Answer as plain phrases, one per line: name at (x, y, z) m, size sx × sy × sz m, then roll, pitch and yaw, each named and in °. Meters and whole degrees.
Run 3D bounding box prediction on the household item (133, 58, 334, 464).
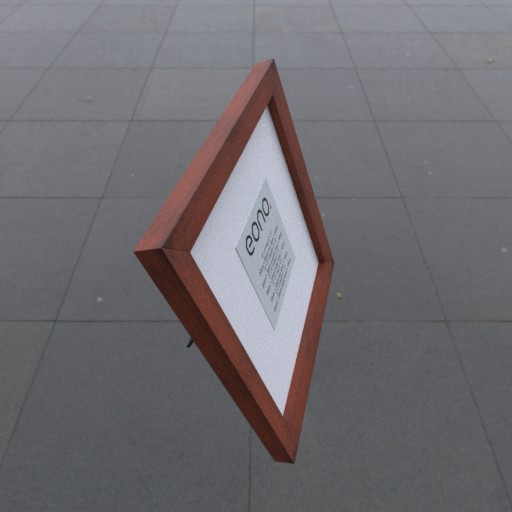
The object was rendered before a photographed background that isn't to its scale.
household item at (0.000, 0.000, 0.383) m, size 0.131 × 0.240 × 0.240 m, roll 11°, pitch 47°, yaw 10°
